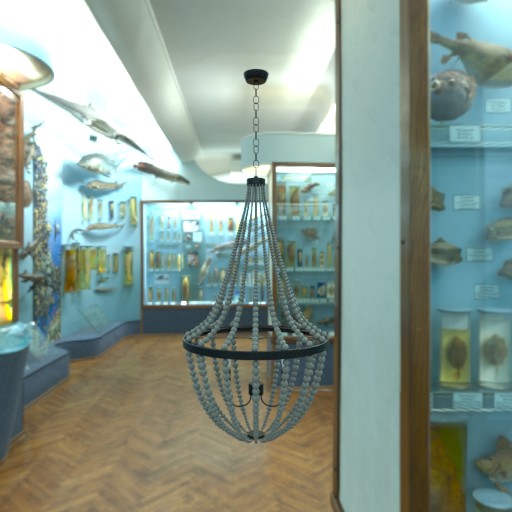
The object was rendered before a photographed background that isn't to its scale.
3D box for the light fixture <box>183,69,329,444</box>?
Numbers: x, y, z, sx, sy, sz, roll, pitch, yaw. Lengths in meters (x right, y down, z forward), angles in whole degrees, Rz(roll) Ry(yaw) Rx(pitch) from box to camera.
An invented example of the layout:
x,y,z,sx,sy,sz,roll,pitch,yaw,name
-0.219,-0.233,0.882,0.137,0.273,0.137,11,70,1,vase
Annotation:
x,y,z,sx,sy,sz,roll,pitch,yaw,name
0.000,0.000,1.380,0.450,1.133,0.450,0,0,0,light fixture
